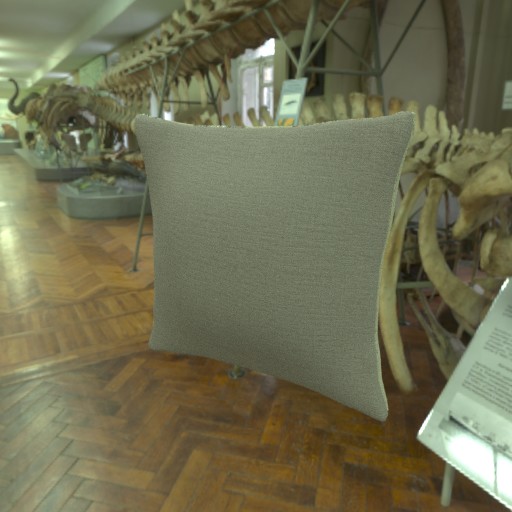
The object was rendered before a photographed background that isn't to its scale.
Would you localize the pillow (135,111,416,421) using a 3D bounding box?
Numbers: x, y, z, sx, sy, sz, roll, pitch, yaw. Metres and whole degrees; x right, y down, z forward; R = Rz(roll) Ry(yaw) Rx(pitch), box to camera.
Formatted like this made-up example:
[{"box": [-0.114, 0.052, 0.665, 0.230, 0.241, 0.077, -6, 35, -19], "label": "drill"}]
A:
[{"box": [0.000, 0.000, 0.674, 0.435, 0.416, 0.189, 9, 19, 28], "label": "pillow"}]
